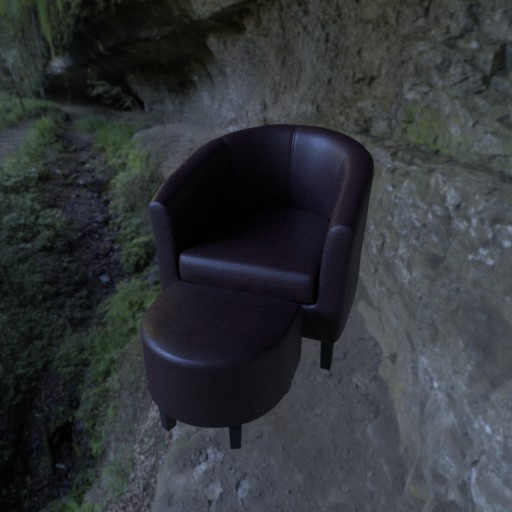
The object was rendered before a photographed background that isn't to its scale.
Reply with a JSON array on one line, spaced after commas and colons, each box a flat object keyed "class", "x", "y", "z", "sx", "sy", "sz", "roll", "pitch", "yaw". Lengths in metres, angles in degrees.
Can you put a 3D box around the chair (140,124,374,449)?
[{"class": "chair", "x": 0.000, "y": 0.000, "z": 1.628, "sx": 0.737, "sy": 0.755, "sz": 1.176, "roll": 9, "pitch": 28, "yaw": 17}]
